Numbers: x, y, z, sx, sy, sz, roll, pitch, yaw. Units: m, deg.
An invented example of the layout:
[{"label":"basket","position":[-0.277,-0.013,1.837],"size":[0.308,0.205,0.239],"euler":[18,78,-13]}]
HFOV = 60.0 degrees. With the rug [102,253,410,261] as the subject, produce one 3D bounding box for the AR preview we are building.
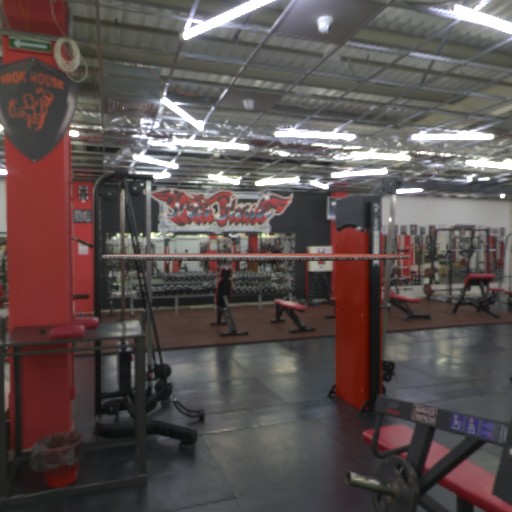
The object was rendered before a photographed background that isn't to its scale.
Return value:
[{"label":"rug","position":[0.000,0.000,2.305],"size":[1.514,0.015,1.514],"euler":[0,1,0]}]
